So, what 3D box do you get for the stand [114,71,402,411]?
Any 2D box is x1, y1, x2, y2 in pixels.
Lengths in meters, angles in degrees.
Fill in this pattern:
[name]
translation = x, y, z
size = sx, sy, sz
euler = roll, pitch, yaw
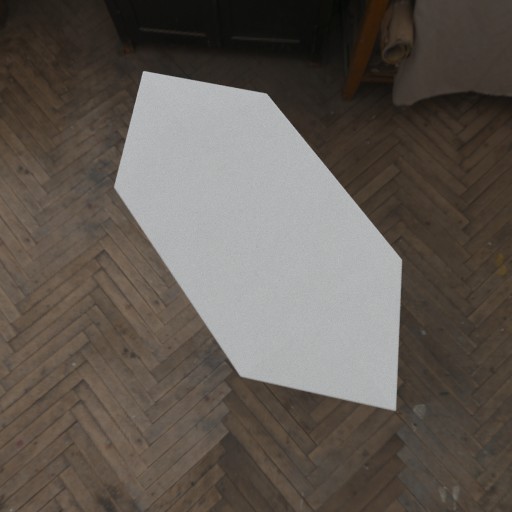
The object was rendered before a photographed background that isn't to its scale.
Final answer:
[stand]
translation = 0.000, 0.000, 1.388
size = 0.477, 0.614, 1.072
euler = -34, 78, -9
